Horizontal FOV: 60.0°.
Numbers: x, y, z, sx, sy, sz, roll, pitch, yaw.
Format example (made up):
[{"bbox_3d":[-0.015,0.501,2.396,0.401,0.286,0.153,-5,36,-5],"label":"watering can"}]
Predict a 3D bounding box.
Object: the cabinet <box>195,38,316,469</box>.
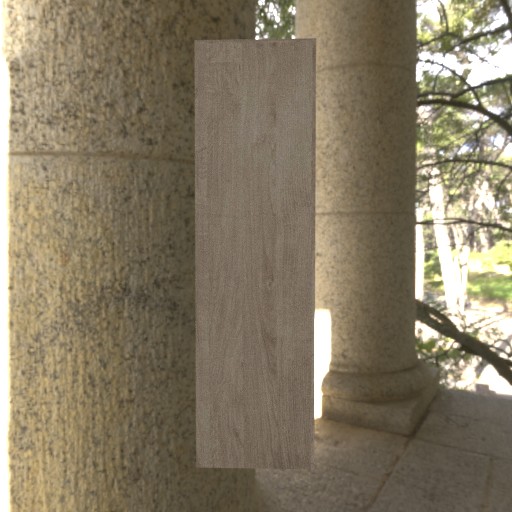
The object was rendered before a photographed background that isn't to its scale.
[{"bbox_3d":[0.000,0.000,1.963,0.500,1.790,0.230,0,2,2],"label":"cabinet"}]
